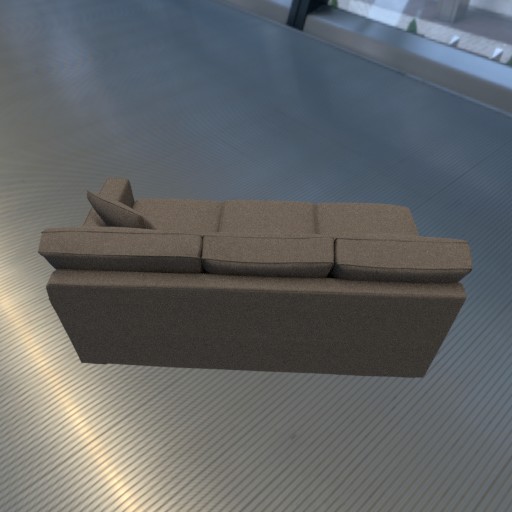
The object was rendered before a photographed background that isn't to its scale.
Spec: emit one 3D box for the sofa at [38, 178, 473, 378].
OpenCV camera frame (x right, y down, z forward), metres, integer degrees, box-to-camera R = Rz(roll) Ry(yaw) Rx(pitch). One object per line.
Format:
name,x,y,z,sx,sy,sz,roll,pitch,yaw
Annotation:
sofa,0.000,0.000,2.557,1.963,0.946,1.034,2,45,2
